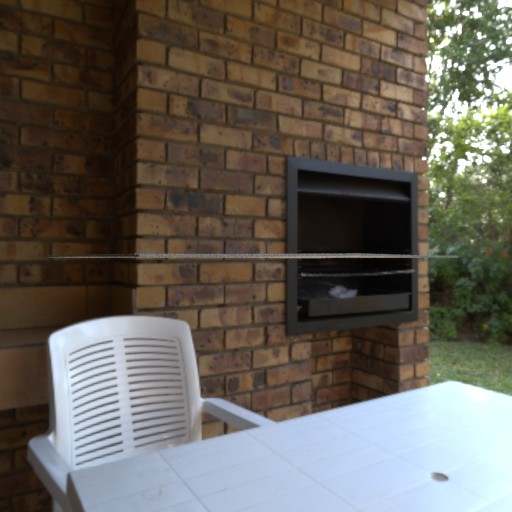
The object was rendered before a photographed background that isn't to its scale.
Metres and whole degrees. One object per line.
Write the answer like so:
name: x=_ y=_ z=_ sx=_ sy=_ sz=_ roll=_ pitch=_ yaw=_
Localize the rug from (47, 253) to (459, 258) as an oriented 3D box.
rug: x=0.000 y=0.000 z=3.050 sx=2.338 sy=0.030 sz=1.616 roll=0 pitch=0 yaw=-37
